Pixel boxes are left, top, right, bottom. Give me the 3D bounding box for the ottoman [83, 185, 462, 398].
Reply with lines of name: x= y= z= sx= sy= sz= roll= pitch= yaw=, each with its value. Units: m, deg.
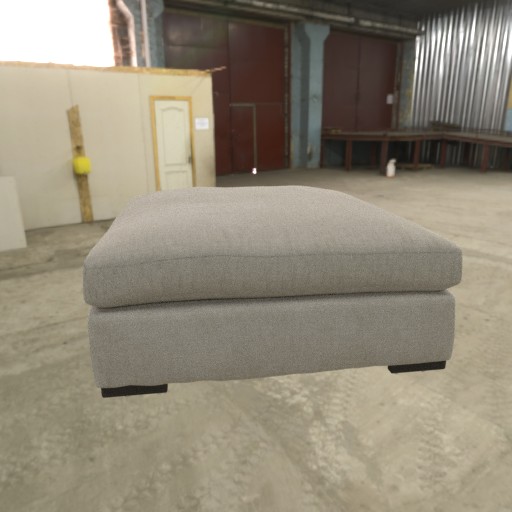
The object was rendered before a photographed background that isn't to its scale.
ottoman: x=0.000 y=0.000 z=1.863 sx=1.171 sy=0.517 sz=1.203 roll=-2 pitch=17 yaw=-8
